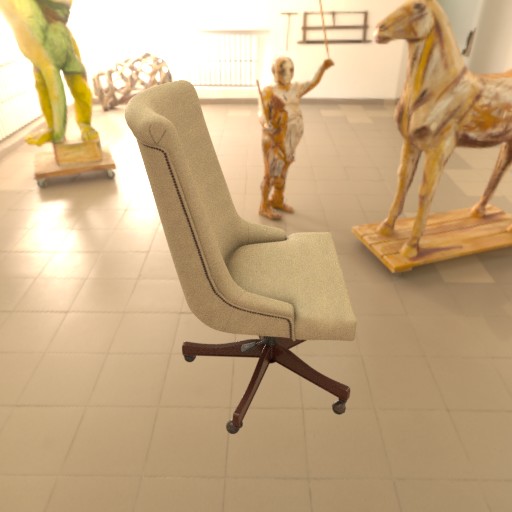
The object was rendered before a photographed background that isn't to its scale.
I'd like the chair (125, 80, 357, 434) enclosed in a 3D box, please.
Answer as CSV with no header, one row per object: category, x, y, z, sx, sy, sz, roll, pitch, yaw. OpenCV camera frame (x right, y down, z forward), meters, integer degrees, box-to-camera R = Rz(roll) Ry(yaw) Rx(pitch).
chair,0.000,0.000,1.452,0.696,1.010,0.645,0,33,0
